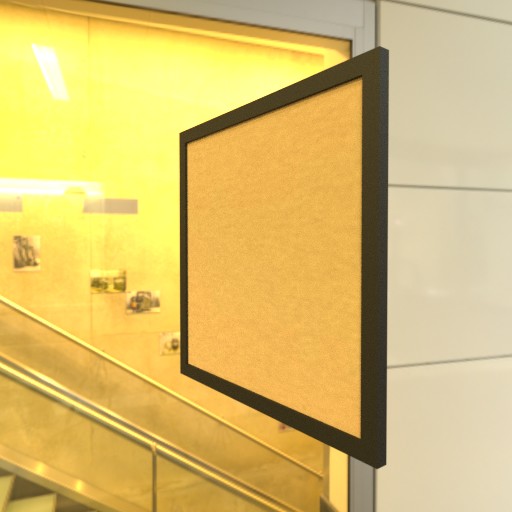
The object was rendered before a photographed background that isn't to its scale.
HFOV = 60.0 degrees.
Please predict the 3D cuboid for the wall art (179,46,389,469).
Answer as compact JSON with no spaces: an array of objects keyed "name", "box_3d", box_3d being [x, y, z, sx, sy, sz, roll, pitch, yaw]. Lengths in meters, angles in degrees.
[{"name":"wall art","box_3d":[0.000,0.000,0.517,0.013,0.356,0.356,-1,2,-37]}]
